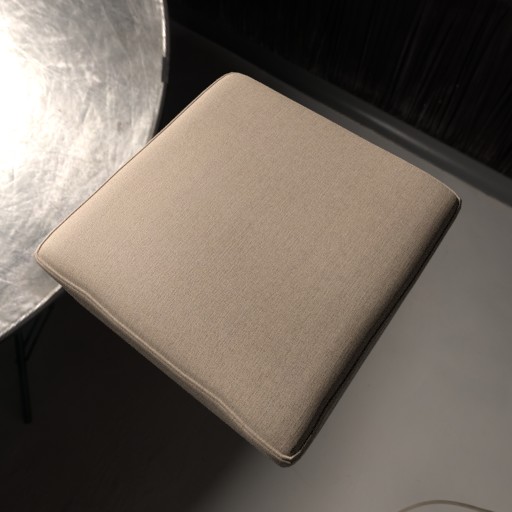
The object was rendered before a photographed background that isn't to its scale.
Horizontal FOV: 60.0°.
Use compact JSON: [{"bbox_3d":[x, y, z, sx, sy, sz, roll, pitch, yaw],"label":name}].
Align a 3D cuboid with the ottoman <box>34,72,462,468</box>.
[{"bbox_3d":[0.000,0.000,1.314,0.838,0.481,0.838,34,69,15],"label":"ottoman"}]
